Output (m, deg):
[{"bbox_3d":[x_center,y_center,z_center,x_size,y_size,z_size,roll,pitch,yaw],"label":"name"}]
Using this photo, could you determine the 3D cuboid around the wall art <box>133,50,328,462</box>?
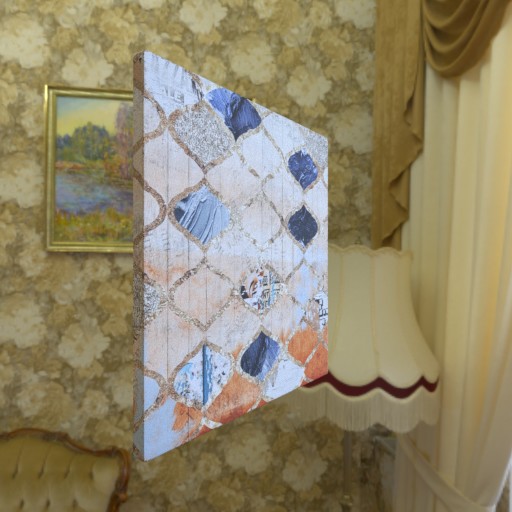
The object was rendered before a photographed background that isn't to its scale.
[{"bbox_3d":[0.000,0.000,1.357,0.039,0.914,0.912,0,0,35],"label":"wall art"}]
